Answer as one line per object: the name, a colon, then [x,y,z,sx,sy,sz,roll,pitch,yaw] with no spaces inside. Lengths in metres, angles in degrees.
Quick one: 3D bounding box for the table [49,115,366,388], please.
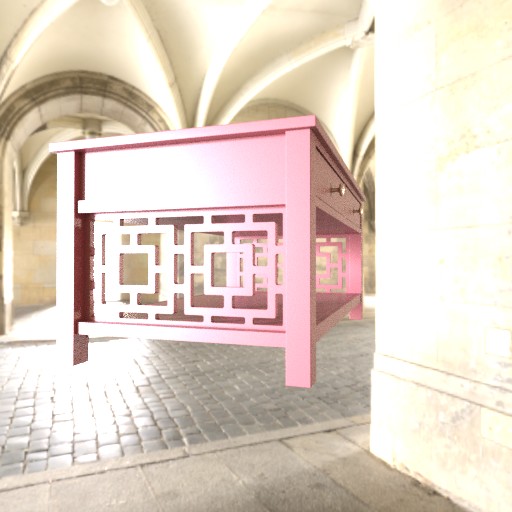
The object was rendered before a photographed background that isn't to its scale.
table: [0.000,0.000,1.391,0.612,0.493,1.068,0,-1,19]
